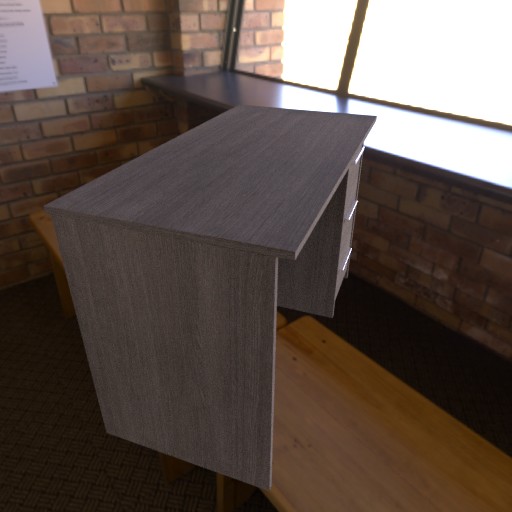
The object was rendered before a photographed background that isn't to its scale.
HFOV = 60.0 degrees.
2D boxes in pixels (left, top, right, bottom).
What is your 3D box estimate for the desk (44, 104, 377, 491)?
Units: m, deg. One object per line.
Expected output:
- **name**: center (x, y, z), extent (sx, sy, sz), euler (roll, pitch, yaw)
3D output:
- **desk**: center (0.000, 0.000, 1.492), extent (0.560, 0.735, 1.097), euler (11, 32, 18)
